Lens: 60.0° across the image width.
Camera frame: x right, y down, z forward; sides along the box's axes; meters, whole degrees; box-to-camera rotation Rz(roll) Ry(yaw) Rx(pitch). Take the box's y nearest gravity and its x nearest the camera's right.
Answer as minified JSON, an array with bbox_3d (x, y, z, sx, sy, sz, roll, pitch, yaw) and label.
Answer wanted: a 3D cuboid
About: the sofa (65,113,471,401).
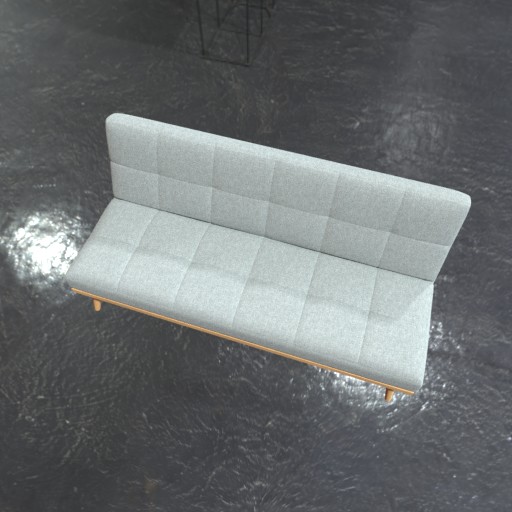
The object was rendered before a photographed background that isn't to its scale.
[{"bbox_3d":[0.000,0.000,2.257,1.820,0.800,0.800,15,60,9],"label":"sofa"}]
